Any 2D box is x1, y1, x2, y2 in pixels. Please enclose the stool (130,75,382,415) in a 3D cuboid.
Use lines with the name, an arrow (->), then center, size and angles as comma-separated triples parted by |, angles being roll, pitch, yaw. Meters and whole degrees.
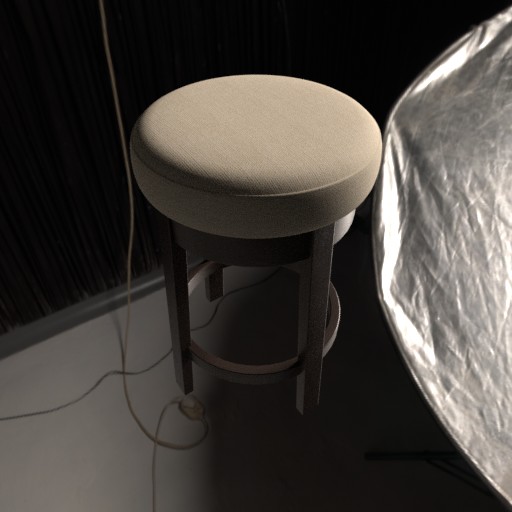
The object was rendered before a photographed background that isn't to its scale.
stool -> 0.000, 0.000, 0.958 | 0.449, 0.655, 0.449 | 0, 42, 0
